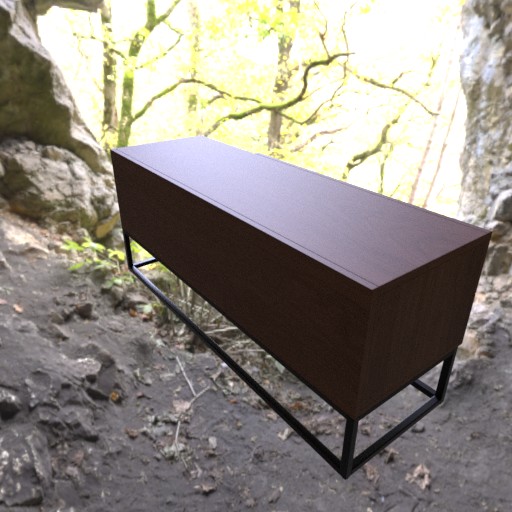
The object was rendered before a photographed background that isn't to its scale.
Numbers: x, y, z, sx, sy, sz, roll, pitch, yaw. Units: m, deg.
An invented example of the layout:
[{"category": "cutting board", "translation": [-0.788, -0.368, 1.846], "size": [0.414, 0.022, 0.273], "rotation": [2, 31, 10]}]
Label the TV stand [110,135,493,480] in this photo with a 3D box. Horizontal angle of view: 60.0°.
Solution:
[{"category": "TV stand", "translation": [0.000, 0.000, 1.402], "size": [0.415, 0.500, 1.200], "rotation": [-19, 33, -32]}]
